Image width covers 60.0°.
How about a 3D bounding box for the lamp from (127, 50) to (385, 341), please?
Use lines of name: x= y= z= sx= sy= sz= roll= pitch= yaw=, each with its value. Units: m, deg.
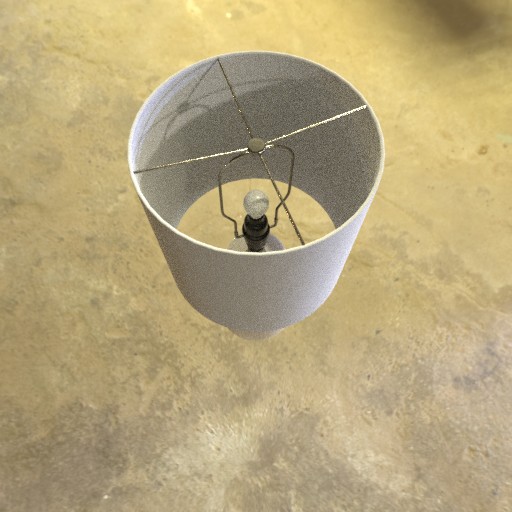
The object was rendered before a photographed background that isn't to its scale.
lamp: x=0.000 y=0.000 z=0.579 sx=0.217 sy=0.453 sz=0.217 roll=-18 pitch=66 yaw=-8
